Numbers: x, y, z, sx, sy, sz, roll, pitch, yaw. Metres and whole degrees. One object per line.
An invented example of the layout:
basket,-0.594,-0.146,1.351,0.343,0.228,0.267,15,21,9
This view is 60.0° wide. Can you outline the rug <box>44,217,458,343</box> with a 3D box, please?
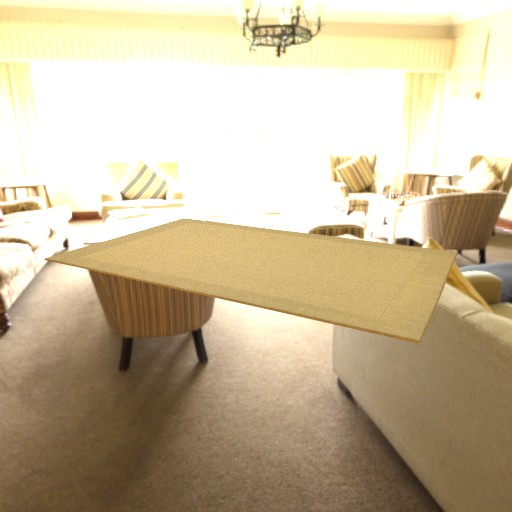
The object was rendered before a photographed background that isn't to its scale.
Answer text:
rug,0.000,0.000,3.074,2.438,0.014,1.524,9,19,28
